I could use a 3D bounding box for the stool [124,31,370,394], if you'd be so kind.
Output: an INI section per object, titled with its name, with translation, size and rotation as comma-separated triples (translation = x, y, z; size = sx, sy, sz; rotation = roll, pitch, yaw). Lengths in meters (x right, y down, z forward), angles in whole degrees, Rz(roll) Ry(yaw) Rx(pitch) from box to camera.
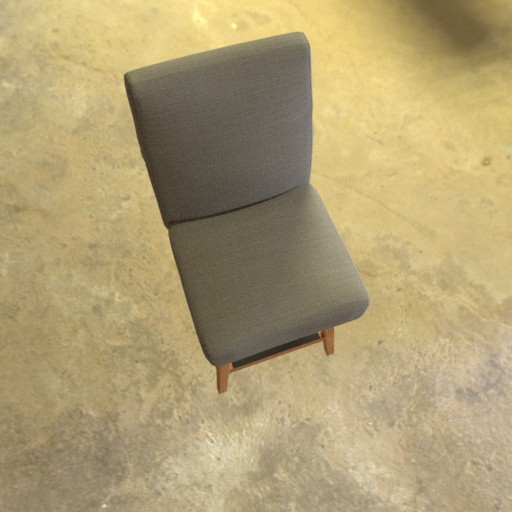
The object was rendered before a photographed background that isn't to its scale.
[stool]
translation = 0.000, 0.000, 1.302
size = 0.459, 1.019, 0.570
rotation = -17, 65, -8
